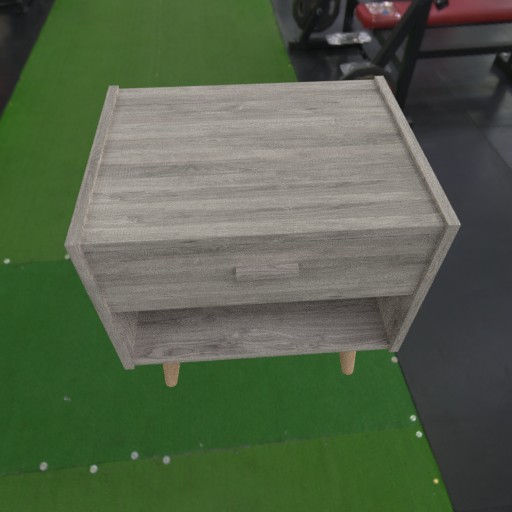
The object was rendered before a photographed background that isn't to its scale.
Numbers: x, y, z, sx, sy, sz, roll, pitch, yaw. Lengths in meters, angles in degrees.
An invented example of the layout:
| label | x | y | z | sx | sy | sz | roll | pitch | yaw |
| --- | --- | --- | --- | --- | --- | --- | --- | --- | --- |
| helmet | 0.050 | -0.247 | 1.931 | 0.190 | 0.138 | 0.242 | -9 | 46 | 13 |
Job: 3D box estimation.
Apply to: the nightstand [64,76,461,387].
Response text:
| label | x | y | z | sx | sy | sz | roll | pitch | yaw |
| --- | --- | --- | --- | --- | --- | --- | --- | --- | --- |
| nightstand | 0.000 | 0.000 | 0.842 | 0.480 | 0.500 | 0.380 | -3 | 49 | -3 |
